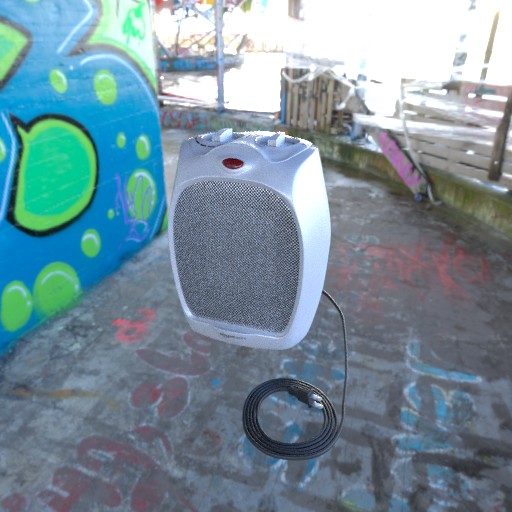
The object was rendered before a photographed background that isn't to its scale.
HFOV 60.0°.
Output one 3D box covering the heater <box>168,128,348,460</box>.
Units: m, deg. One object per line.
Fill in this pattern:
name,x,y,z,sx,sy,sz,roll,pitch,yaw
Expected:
heater,0.000,0.000,0.478,0.239,0.240,0.291,9,29,17
